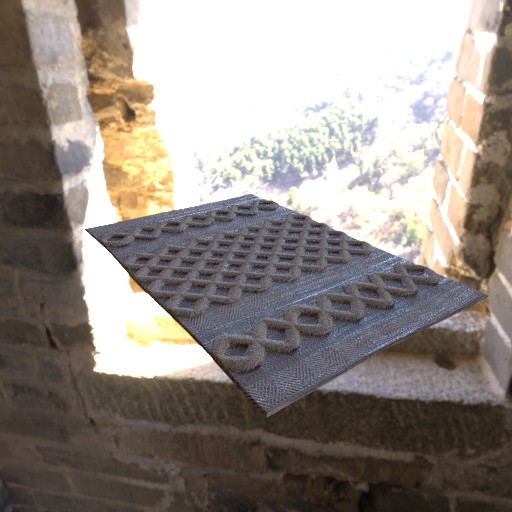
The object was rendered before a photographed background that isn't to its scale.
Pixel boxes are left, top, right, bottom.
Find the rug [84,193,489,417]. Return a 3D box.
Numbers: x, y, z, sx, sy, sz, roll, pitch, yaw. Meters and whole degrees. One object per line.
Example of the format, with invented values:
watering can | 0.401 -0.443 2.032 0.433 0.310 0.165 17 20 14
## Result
rug | 0.000 0.000 2.292 1.222 0.030 1.823 -17 30 -32
